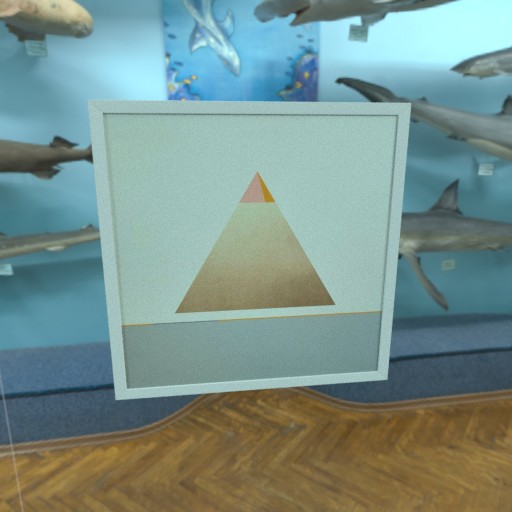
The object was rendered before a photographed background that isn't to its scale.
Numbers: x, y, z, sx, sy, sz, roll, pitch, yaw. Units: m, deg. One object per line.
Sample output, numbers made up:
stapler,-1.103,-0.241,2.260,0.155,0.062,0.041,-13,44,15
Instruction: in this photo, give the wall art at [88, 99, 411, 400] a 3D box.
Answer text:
wall art,0.000,0.000,1.162,0.768,0.765,0.041,-2,15,-8
